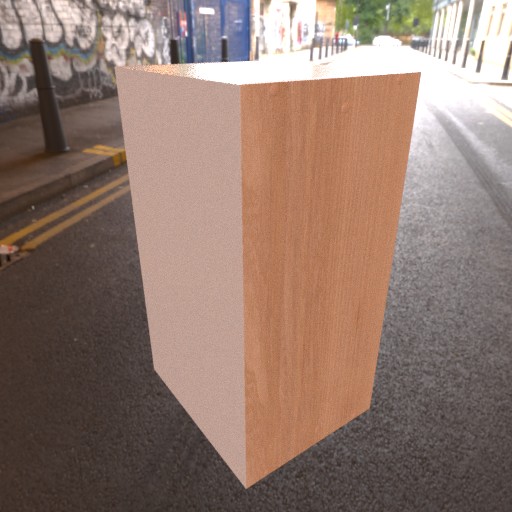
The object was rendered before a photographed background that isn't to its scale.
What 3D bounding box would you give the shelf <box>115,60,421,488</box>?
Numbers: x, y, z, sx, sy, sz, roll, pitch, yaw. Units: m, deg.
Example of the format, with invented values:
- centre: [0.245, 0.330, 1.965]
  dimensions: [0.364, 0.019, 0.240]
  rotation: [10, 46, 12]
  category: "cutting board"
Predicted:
- centre: [0.000, 0.000, 0.770]
  dimensions: [0.290, 0.600, 0.350]
  rotation: [-18, 32, -32]
  category: "shelf"
